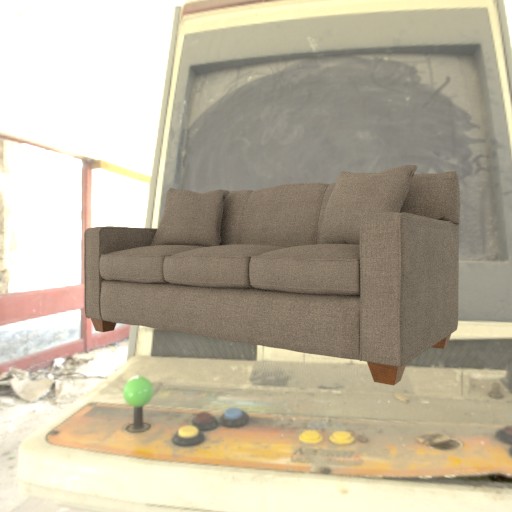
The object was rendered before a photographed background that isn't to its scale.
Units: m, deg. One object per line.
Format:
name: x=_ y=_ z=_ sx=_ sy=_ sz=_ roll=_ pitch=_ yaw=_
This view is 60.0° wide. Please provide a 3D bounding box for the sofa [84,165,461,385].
sofa: x=0.000 y=0.000 z=2.570 sx=2.024 sy=0.958 sz=0.997 roll=1 pitch=1 yaw=36
